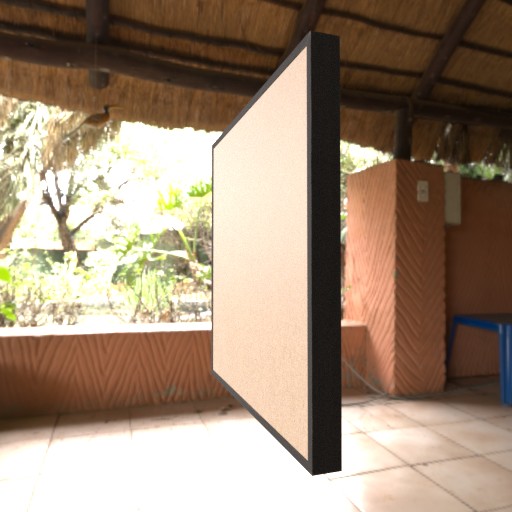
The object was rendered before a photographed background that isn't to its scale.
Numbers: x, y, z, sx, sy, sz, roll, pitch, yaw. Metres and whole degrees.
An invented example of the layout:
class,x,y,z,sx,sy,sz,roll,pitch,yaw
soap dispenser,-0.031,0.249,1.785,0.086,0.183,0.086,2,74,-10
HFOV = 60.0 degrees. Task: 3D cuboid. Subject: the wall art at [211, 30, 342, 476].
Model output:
class,x,y,z,sx,sy,sz,roll,pitch,yaw
wall art,0.000,0.000,0.751,0.038,0.508,0.508,0,-2,-19
